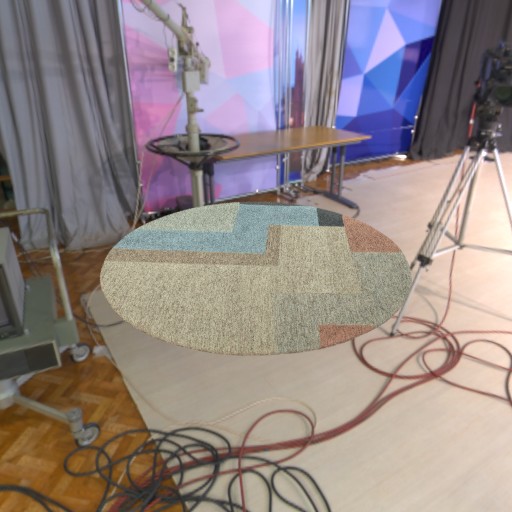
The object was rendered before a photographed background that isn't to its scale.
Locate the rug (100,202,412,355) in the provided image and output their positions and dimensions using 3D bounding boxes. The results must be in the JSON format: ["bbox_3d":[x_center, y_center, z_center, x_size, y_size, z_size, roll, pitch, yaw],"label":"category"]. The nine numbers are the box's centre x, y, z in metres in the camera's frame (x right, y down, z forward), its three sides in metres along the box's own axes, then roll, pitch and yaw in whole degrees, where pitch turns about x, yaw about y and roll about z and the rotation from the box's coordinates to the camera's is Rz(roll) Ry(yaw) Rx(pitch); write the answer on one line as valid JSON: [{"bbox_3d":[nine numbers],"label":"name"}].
[{"bbox_3d":[0.000,0.000,3.658,2.461,0.033,2.461,0,28,0],"label":"rug"}]
